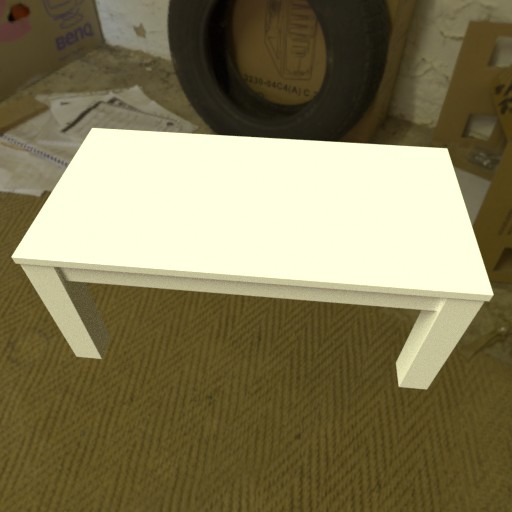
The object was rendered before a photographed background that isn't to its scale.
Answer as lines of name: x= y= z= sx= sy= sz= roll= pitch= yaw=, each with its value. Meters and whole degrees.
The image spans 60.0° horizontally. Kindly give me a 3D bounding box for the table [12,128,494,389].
table: x=0.000 y=0.000 z=2.236 sx=1.800 sy=0.790 sz=0.900 roll=4 pitch=48 yaw=4
